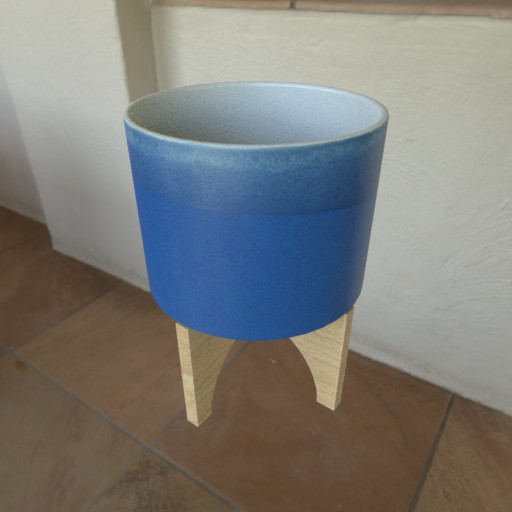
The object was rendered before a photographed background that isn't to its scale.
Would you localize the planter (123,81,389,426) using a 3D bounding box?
[{"bbox_3d":[0.000,0.000,0.399,0.192,0.263,0.192,0,32,0],"label":"planter"}]
